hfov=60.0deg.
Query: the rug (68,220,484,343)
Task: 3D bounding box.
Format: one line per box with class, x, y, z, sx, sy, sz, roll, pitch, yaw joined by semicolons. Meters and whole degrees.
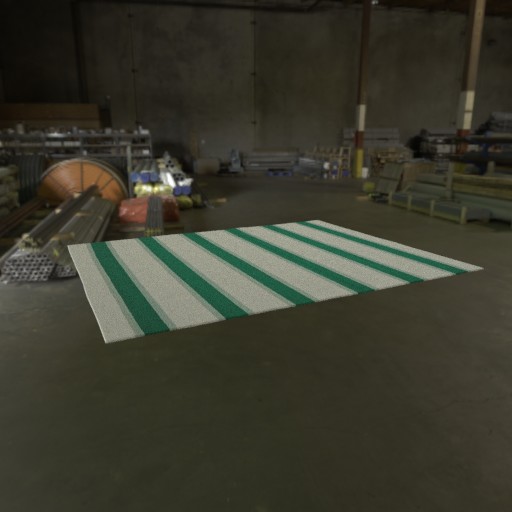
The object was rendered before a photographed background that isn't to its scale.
rug;0.000;0.000;4.086;3.041;0.019;2.434;-8;17;-26
